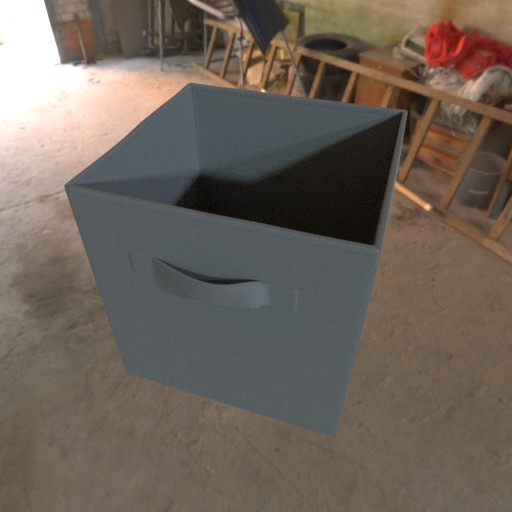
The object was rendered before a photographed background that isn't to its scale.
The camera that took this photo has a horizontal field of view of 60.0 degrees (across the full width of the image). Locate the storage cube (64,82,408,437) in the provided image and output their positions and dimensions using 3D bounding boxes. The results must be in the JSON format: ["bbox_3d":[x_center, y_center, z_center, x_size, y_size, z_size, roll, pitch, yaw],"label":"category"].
[{"bbox_3d":[0.000,0.000,0.517,0.270,0.280,0.270,12,43,14],"label":"storage cube"}]
